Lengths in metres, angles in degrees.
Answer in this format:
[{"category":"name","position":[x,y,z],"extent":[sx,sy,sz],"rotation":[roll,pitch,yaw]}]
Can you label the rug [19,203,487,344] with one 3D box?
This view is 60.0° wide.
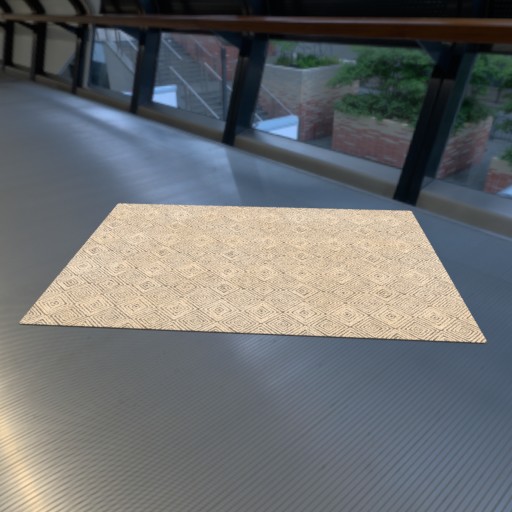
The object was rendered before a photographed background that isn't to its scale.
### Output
[{"category":"rug","position":[0.000,0.000,2.189],"extent":[1.783,0.008,1.175],"rotation":[2,30,3]}]
